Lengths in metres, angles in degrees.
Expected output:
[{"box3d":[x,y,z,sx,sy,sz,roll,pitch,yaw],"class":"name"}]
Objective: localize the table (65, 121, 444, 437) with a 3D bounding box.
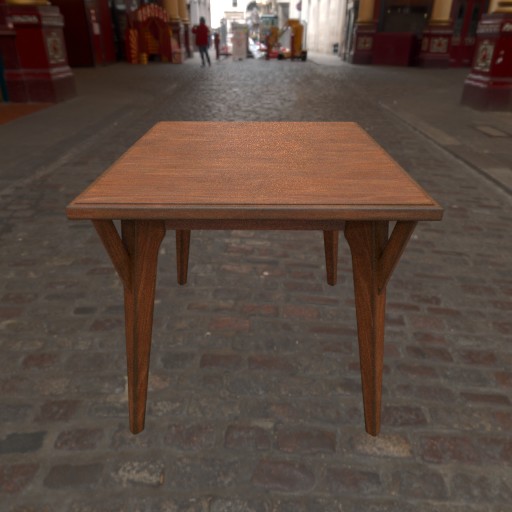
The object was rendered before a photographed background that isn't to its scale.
[{"box3d":[0.000,0.000,1.590,0.838,0.761,0.991,0,27,1],"class":"table"}]
